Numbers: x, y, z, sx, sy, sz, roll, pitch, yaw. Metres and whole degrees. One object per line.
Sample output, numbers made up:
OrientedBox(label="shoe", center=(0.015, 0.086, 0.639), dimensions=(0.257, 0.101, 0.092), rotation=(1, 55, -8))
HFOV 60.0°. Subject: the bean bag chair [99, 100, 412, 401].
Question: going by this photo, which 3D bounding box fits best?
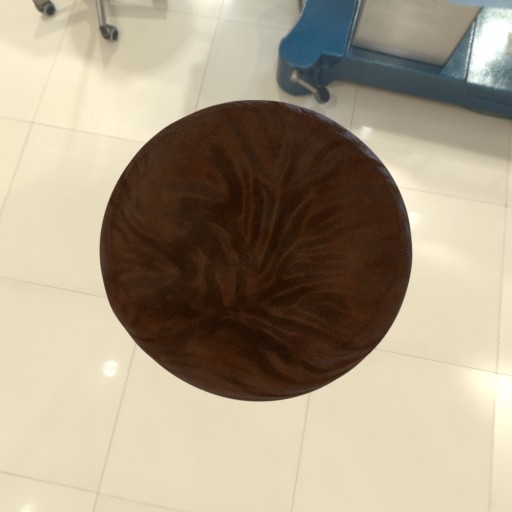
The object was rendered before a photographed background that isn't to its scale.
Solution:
OrientedBox(label="bean bag chair", center=(0.000, 0.000, 1.460), dimensions=(0.918, 0.616, 0.918), rotation=(0, 76, 0))
